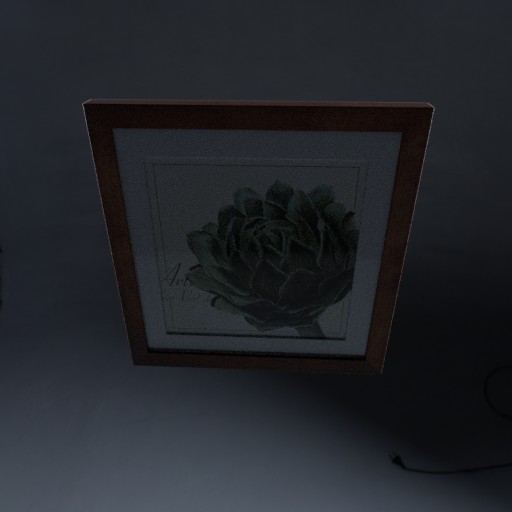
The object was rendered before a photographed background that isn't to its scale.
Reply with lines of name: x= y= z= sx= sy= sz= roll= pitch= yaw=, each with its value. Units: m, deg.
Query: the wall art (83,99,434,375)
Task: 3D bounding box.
wall art: x=0.000 y=0.000 z=0.858 sx=0.554 sy=0.572 sz=0.037 roll=2 pitch=31 yaw=3
